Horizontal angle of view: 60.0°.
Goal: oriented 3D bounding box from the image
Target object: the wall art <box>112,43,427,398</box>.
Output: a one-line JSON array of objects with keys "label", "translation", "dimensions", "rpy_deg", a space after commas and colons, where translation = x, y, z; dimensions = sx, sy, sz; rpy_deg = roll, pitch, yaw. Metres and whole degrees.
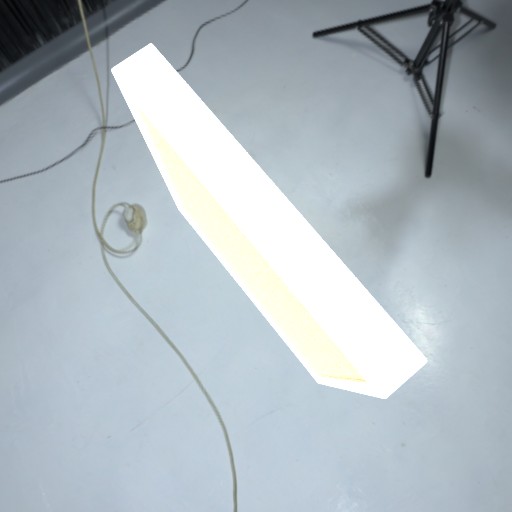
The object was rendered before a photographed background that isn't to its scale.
[{"label": "wall art", "translation": [0.000, 0.000, 0.455], "dimensions": [0.038, 0.305, 0.305], "rpy_deg": [-38, 79, -9]}]
